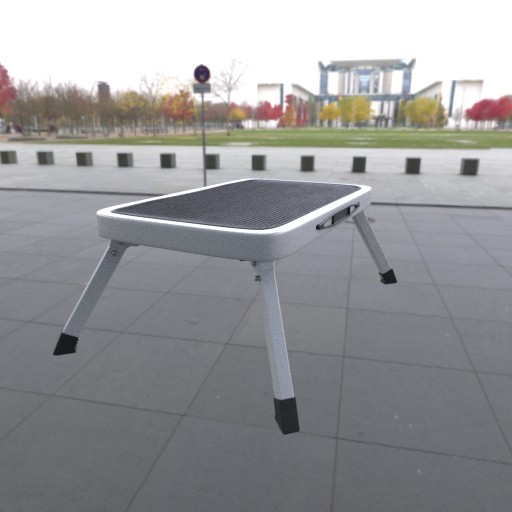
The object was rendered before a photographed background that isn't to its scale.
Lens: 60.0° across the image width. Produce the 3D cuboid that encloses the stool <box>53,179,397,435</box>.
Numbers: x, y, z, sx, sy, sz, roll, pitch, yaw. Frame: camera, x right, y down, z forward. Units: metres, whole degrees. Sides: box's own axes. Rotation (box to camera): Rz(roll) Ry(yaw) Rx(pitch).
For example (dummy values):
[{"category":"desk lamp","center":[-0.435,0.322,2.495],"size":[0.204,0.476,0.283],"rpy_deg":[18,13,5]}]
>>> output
[{"category":"stool","center":[0.000,0.000,0.628],"size":[0.320,0.170,0.460],"rpy_deg":[9,19,27]}]
